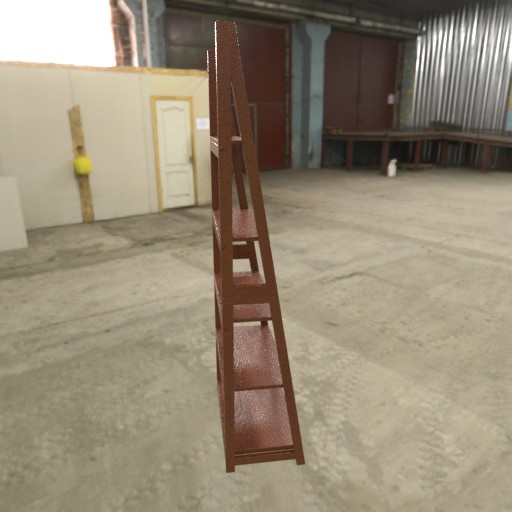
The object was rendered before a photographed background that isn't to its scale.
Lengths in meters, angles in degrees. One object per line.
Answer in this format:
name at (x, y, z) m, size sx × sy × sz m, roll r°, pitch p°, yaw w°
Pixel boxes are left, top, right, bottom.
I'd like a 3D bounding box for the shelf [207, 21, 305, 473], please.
shelf at (0.000, 0.000, 2.002) m, size 0.356 × 1.780 × 0.630 m, roll -2°, pitch 17°, yaw -8°
